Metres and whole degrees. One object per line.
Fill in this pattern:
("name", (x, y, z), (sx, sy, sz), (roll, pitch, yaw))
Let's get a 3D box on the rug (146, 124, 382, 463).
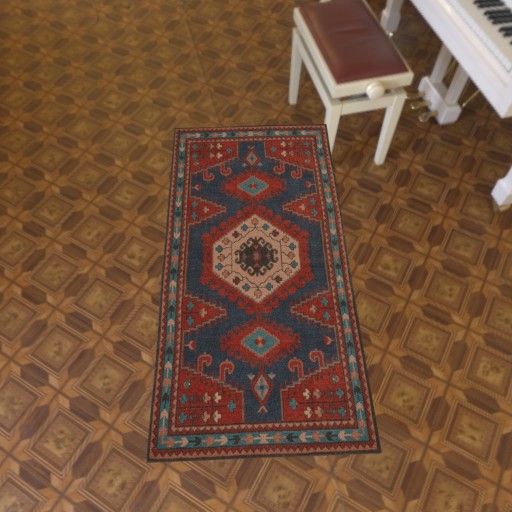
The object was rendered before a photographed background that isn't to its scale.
("rug", (0.000, 0.000, 3.631), (1.522, 0.034, 3.032), (-2, 59, -1))
